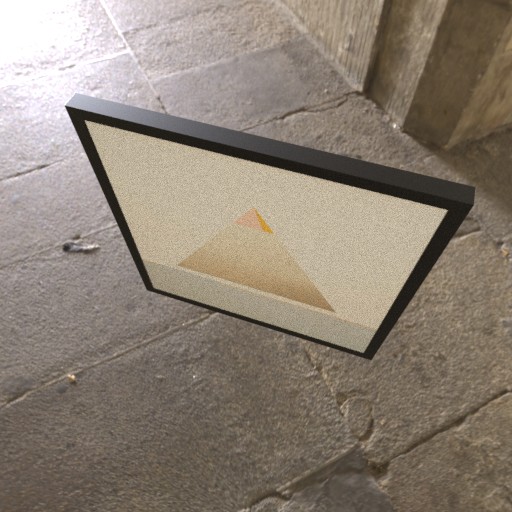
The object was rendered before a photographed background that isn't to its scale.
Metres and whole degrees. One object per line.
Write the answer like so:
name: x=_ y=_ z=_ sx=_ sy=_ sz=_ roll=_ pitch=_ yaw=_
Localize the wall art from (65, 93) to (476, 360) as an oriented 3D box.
wall art: x=0.000 y=0.000 z=1.128 sx=0.769 sy=0.766 sz=0.042 roll=16 pitch=59 yaw=10
